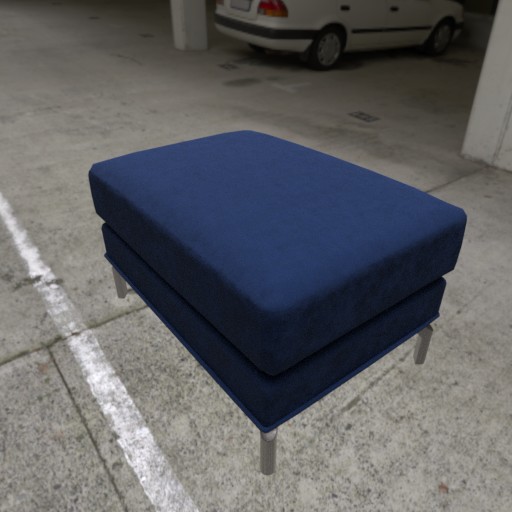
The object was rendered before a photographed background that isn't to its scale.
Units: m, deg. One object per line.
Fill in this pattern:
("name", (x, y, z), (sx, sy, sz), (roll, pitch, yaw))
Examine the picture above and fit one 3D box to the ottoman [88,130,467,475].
("ottoman", (0.000, 0.000, 1.217), (0.587, 0.498, 0.835), (-22, 38, -31))
